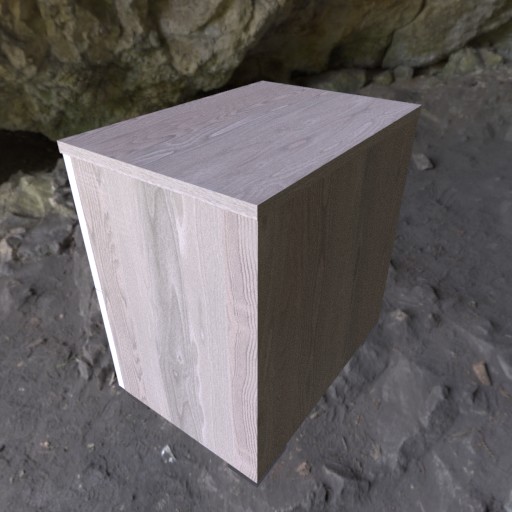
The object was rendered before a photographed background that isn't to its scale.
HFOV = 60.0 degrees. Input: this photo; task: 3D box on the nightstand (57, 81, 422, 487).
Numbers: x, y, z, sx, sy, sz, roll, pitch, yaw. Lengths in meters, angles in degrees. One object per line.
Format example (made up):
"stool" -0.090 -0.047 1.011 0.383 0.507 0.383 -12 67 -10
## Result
"nightstand" 0.000 0.000 0.755 0.325 0.461 0.442 22 39 30
